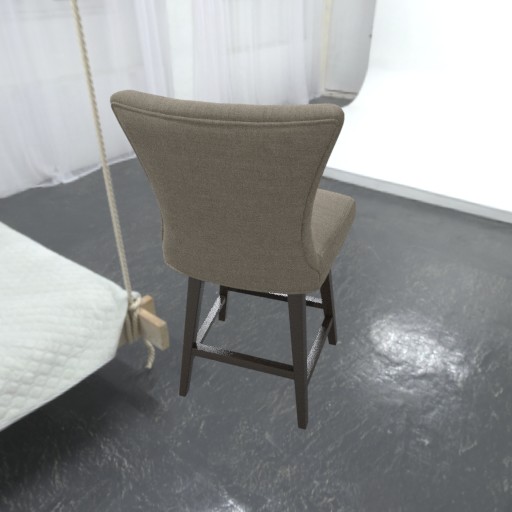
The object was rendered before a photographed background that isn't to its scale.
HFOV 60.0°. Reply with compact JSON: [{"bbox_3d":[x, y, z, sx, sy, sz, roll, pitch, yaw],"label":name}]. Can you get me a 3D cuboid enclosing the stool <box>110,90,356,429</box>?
[{"bbox_3d":[0.000,0.000,1.333,0.514,1.000,0.574,10,32,16],"label":"stool"}]
